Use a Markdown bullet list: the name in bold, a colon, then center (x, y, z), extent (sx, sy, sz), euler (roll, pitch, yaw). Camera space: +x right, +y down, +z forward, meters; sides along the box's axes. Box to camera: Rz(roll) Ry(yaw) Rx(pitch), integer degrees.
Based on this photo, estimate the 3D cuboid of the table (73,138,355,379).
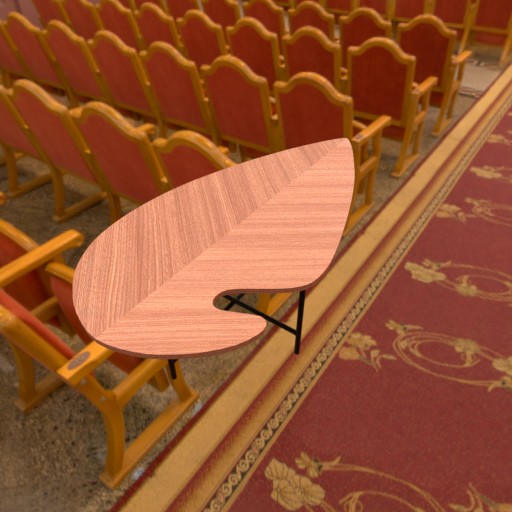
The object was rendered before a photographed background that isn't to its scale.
- **table**: center (0.000, 0.000, 1.446), extent (0.598, 0.360, 1.199), euler (25, 46, 26)
